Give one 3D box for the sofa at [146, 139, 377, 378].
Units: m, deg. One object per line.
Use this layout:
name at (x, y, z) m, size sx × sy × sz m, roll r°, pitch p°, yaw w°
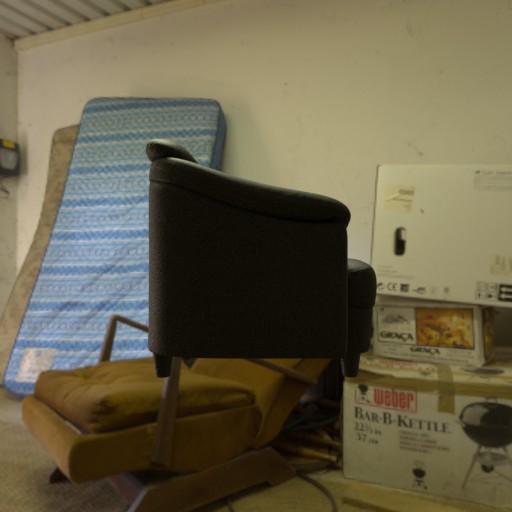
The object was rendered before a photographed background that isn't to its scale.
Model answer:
sofa at (0.000, 0.000, 2.232) m, size 0.800 × 0.811 × 1.829 m, roll 0°, pitch 0°, yaw 0°
